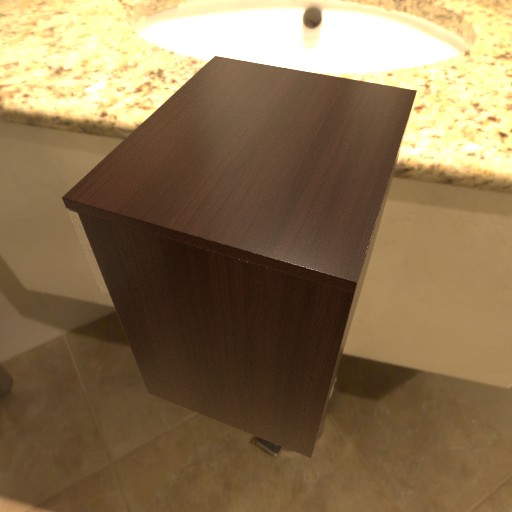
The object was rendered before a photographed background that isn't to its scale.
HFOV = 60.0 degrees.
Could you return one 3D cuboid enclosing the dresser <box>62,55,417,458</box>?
[{"bbox_3d":[0.000,0.000,0.753,0.360,0.470,0.400,16,49,15],"label":"dresser"}]
